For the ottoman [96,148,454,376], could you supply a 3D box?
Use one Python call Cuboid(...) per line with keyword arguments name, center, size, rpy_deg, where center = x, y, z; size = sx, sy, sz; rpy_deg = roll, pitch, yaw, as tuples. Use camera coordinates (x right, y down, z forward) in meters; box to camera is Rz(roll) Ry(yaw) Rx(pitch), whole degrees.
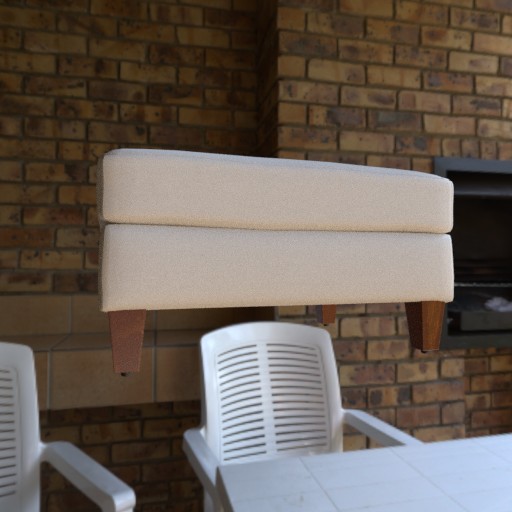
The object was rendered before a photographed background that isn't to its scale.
Cuboid(name="ottoman", center=(0.000, 0.000, 1.219), size=(0.818, 0.479, 0.634), rpy_deg=(0, -1, -19))
